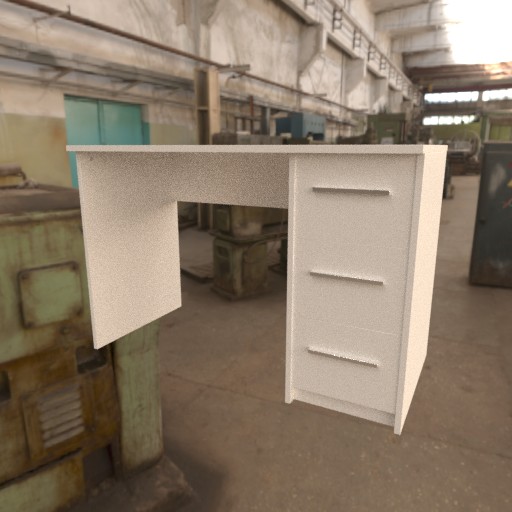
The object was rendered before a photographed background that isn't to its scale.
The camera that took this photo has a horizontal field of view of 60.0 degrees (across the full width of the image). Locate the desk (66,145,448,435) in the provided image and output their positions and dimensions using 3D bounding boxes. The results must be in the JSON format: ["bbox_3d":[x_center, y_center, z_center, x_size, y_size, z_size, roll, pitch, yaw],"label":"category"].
[{"bbox_3d":[0.000,0.000,1.517,1.097,0.735,0.560,7,16,27],"label":"desk"}]
